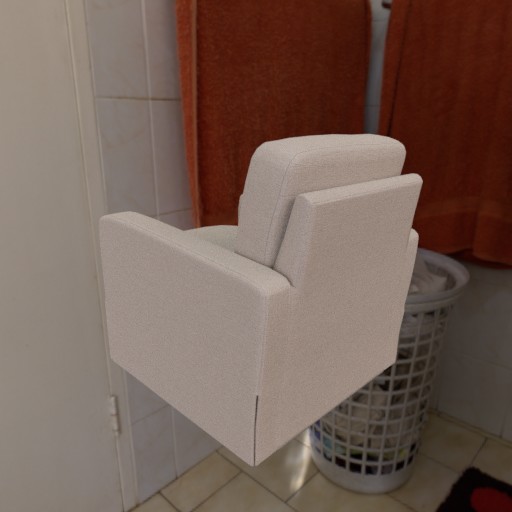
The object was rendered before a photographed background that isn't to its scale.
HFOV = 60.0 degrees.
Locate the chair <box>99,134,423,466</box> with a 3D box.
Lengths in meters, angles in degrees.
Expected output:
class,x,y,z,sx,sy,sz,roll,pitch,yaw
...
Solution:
class,x,y,z,sx,sy,sz,roll,pitch,yaw
chair,0.000,0.000,1.531,0.755,0.827,0.888,-17,24,-42
